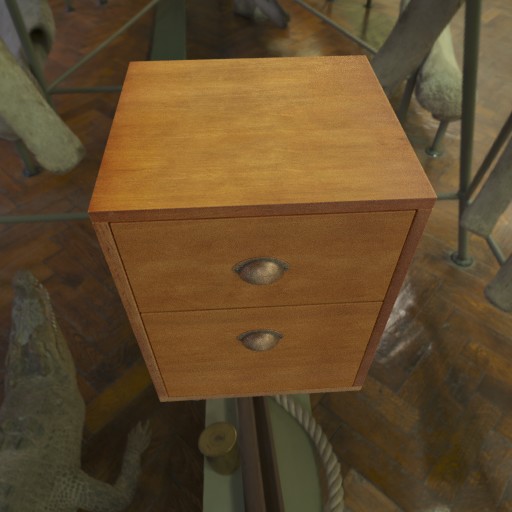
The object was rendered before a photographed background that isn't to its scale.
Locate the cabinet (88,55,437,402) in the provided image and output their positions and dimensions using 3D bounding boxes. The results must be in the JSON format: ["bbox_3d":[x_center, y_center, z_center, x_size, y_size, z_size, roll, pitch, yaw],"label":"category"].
[{"bbox_3d":[0.000,0.000,0.850,0.409,0.579,0.401,-3,48,-2],"label":"cabinet"}]
